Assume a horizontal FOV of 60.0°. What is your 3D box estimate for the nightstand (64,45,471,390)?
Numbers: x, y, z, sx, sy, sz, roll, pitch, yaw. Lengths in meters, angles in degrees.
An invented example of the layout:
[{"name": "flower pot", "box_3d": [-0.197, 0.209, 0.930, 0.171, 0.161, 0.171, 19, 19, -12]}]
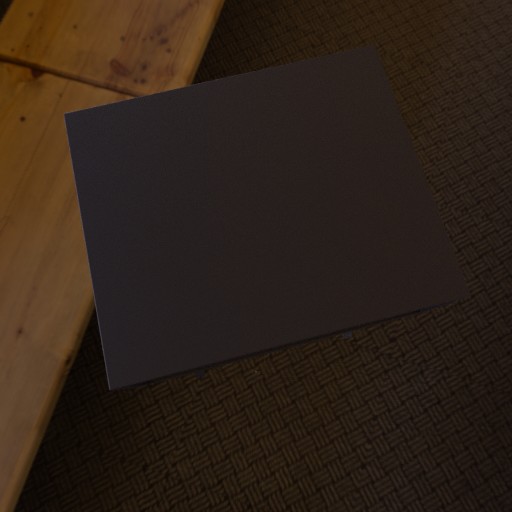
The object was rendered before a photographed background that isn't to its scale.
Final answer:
[{"name": "nightstand", "box_3d": [0.000, 0.000, 0.915, 0.479, 0.623, 0.402, -14, 76, -4]}]
